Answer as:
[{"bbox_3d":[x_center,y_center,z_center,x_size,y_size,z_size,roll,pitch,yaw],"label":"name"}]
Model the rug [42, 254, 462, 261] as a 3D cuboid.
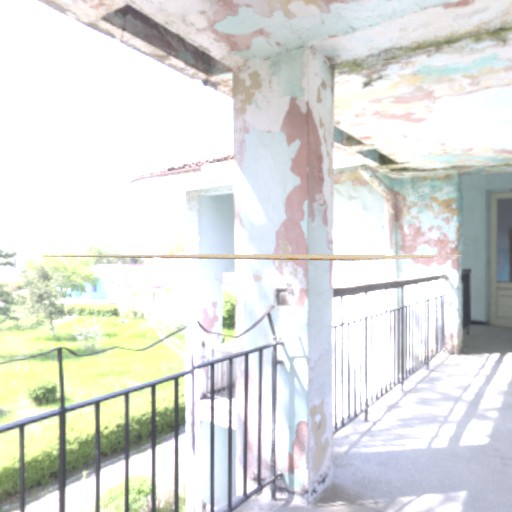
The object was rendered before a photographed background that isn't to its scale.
[{"bbox_3d":[0.000,0.000,4.102,3.037,0.011,2.433,0,1,36],"label":"rug"}]
